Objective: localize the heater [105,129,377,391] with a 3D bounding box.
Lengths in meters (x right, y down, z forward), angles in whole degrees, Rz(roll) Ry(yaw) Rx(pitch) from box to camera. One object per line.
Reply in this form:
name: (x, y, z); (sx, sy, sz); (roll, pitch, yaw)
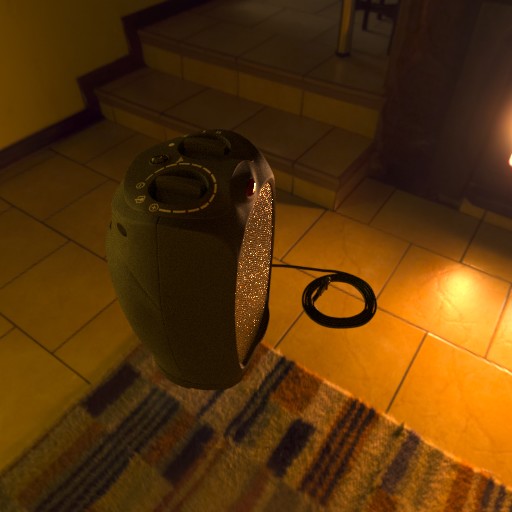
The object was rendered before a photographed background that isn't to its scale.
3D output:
heater: (0.000, 0.000, 0.472); (0.291, 0.255, 0.239); (11, 46, 10)
